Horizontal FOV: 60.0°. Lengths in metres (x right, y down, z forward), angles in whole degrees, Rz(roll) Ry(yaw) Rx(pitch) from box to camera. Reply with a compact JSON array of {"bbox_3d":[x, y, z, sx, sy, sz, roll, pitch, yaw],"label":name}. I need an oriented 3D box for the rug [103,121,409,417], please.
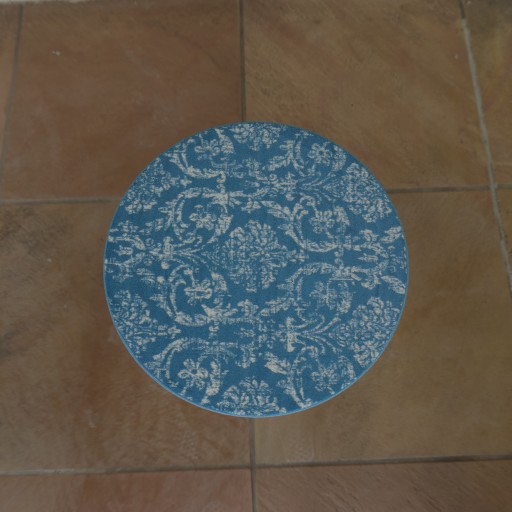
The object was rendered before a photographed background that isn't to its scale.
[{"bbox_3d":[0.000,0.000,2.321,1.593,0.012,1.593,0,75,0],"label":"rug"}]
